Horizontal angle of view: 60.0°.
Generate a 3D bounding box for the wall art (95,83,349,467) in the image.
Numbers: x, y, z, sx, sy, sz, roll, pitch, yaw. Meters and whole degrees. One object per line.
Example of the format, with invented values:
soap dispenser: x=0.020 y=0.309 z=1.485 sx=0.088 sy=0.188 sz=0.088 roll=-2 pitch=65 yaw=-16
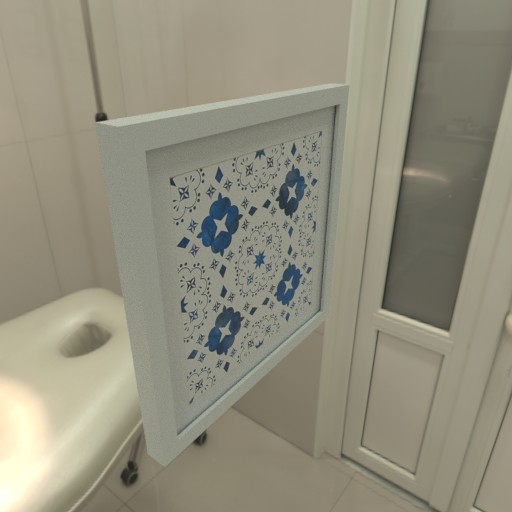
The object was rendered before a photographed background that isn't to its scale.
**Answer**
wall art: x=0.000 y=0.000 z=0.526 sx=0.027 sy=0.355 sz=0.355 roll=19 pitch=32 yaw=33
